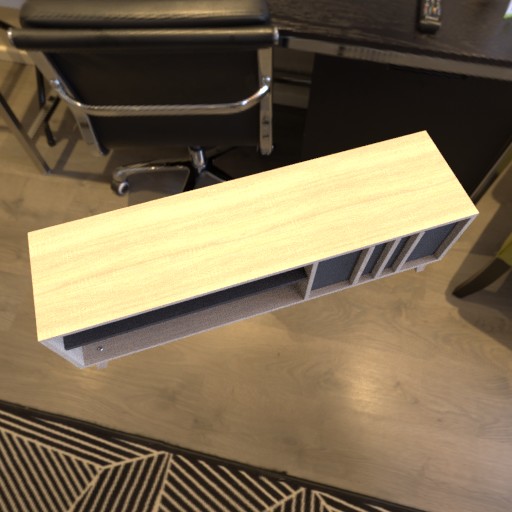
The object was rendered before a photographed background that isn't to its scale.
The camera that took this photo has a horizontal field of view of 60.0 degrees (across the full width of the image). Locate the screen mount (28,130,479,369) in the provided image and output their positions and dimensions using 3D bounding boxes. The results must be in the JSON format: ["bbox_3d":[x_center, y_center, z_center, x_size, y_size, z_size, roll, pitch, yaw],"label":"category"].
[{"bbox_3d":[0.000,0.000,1.746,1.500,0.509,0.401,-16,64,-8],"label":"screen mount"}]
